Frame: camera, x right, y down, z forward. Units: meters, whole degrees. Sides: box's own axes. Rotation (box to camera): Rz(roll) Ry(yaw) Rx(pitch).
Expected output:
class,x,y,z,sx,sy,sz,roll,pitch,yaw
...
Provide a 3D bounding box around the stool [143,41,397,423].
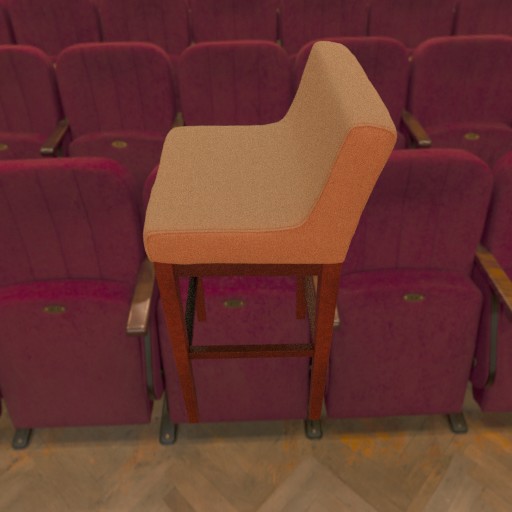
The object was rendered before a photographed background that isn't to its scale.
class,x,y,z,sx,sy,sz,roll,pitch,yaw
stool,0.000,0.000,1.281,0.500,1.037,0.511,-1,41,-1
